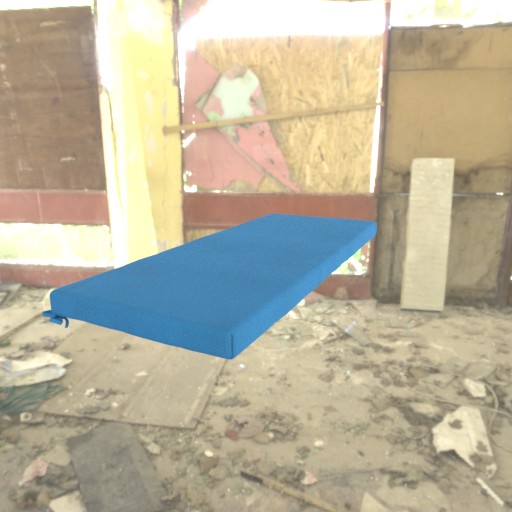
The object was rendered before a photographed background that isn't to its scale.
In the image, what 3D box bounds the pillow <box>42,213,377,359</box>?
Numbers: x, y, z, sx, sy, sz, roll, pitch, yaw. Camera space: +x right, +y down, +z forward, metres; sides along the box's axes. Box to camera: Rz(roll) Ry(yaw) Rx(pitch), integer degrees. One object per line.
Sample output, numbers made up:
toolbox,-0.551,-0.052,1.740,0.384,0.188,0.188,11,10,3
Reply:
pillow,0.000,0.000,1.345,0.492,0.081,1.187,7,17,26
